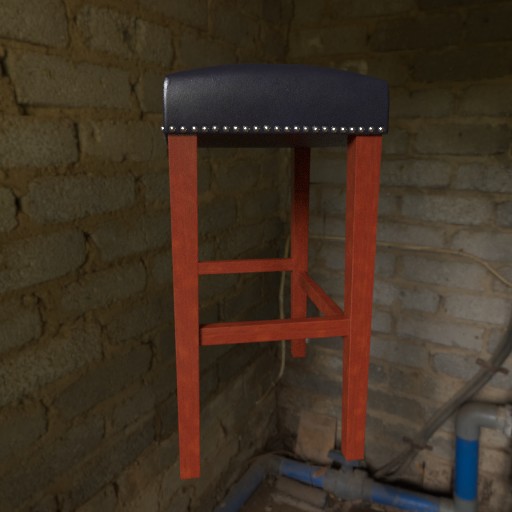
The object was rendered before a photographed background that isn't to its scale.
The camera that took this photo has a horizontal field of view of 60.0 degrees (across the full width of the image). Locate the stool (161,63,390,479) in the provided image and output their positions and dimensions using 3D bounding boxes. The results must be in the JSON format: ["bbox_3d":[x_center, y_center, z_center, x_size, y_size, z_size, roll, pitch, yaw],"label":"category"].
[{"bbox_3d":[0.000,0.000,1.003,0.372,0.742,0.504,-2,14,-9],"label":"stool"}]
